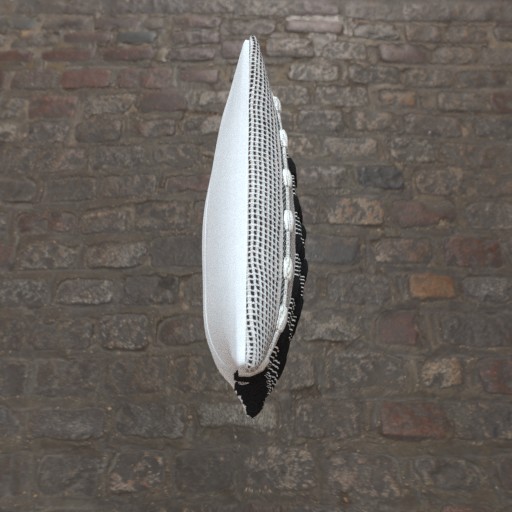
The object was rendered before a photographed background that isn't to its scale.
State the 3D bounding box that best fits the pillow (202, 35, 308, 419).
[{"bbox_3d":[0.000,0.000,0.680,0.156,0.438,0.436,0,64,0],"label":"pillow"}]
